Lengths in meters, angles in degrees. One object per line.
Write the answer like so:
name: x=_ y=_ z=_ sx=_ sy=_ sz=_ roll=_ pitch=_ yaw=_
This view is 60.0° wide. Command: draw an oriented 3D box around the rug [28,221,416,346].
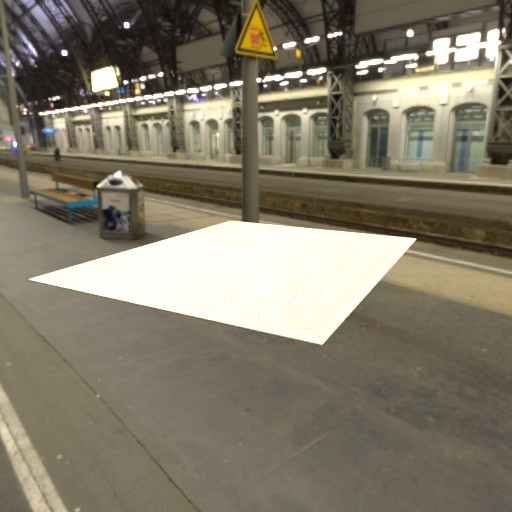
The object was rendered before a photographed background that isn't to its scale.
rug: x=0.000 y=0.000 z=4.230 sx=2.441 sy=0.015 sz=3.050 roll=8 pitch=16 yaw=27
